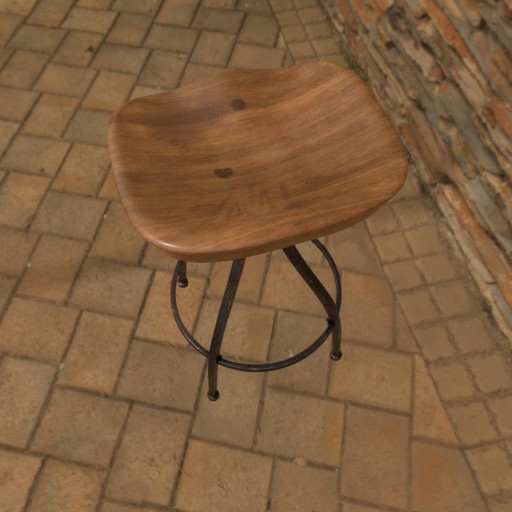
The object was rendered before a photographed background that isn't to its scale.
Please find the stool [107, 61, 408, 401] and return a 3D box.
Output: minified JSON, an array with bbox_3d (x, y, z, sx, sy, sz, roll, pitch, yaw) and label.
[{"bbox_3d":[0.000,0.000,0.967,0.432,0.694,0.424,-16,61,-9],"label":"stool"}]
